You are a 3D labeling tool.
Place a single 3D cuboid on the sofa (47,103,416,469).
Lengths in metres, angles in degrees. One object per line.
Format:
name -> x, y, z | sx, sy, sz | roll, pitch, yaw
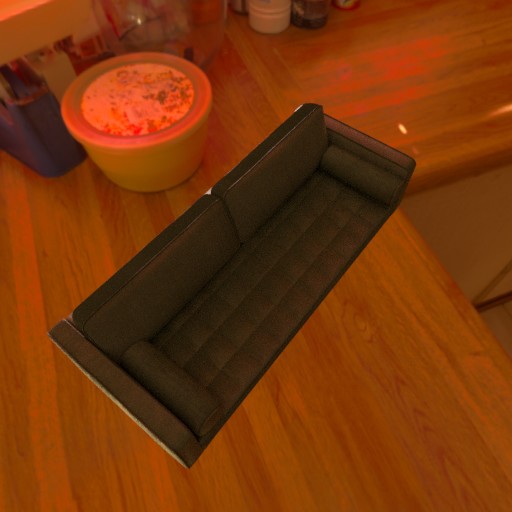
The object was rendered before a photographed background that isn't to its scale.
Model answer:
sofa -> 0.000, 0.000, 2.633 | 0.918, 0.769, 2.199 | 34, 64, 19
